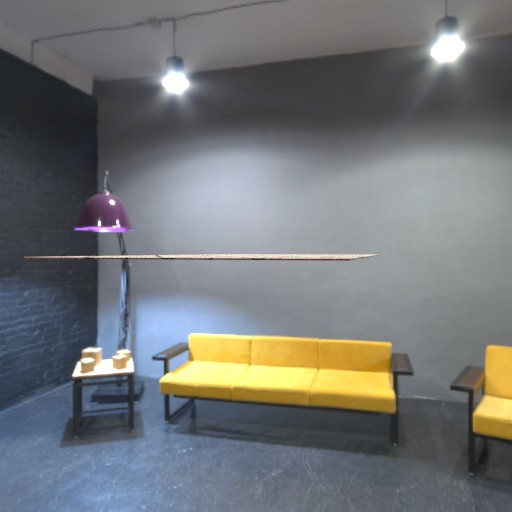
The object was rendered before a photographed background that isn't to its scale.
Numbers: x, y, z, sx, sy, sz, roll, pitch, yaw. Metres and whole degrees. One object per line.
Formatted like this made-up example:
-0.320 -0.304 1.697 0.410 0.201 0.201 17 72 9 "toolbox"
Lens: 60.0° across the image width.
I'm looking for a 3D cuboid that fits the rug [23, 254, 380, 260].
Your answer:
0.000 0.000 3.036 1.526 0.008 2.465 0 1 18 "rug"
